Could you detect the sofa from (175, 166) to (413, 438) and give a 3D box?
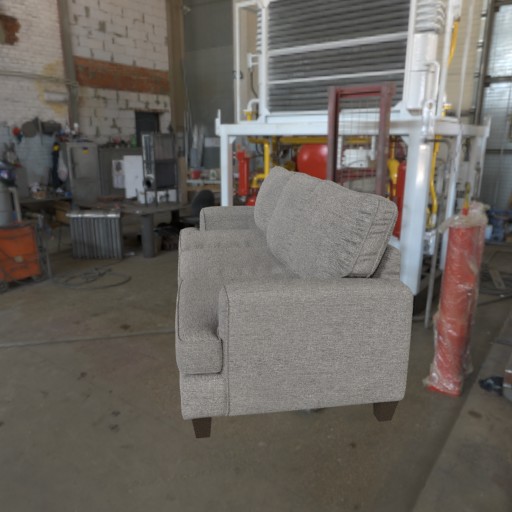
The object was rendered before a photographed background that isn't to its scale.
[{"bbox_3d":[0.000,0.000,2.695,0.951,0.965,2.158,-2,15,-9],"label":"sofa"}]
